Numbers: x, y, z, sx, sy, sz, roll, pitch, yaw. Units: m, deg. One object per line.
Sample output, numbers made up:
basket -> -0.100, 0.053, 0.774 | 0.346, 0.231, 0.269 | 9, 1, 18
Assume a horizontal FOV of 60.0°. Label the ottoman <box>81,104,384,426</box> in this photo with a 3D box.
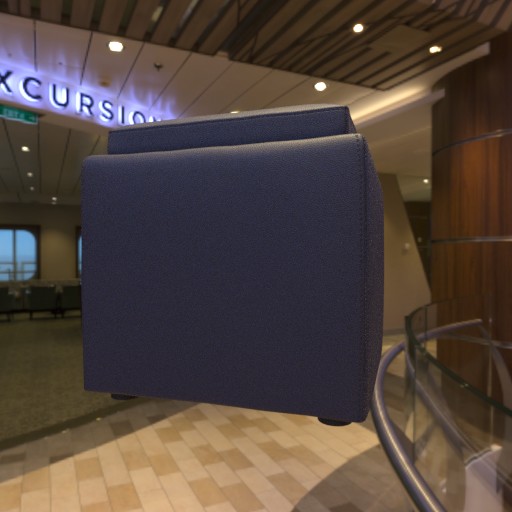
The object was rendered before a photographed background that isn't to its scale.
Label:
ottoman -> 0.000, 0.000, 0.832 | 0.451, 0.460, 0.450 | 0, 0, 18
